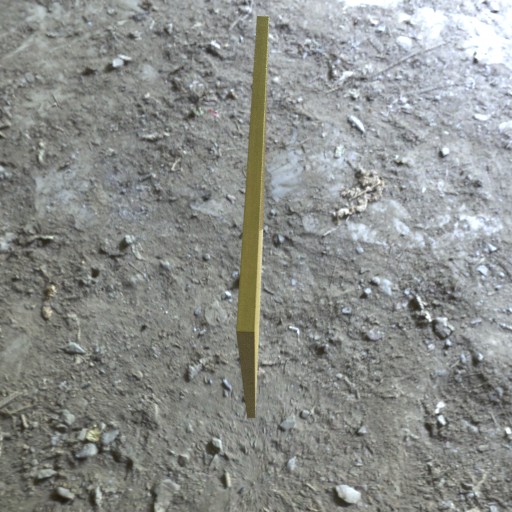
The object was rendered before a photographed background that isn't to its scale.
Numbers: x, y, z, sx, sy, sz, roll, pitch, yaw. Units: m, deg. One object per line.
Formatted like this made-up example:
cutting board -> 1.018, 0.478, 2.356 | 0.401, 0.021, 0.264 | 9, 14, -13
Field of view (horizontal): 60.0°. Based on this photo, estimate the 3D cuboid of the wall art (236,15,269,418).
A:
wall art -> 0.000, 0.000, 1.340 | 0.030, 1.002, 0.798 | 2, 63, 1
